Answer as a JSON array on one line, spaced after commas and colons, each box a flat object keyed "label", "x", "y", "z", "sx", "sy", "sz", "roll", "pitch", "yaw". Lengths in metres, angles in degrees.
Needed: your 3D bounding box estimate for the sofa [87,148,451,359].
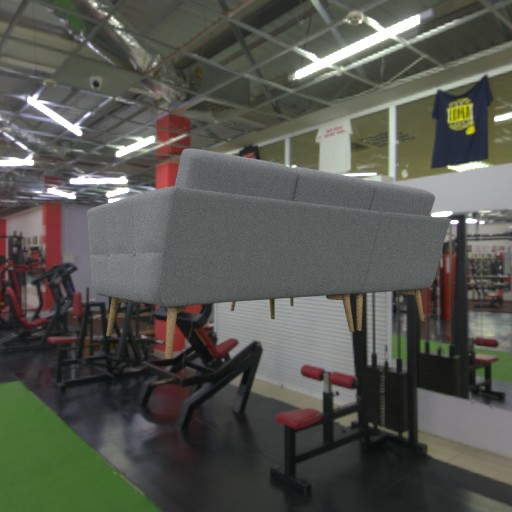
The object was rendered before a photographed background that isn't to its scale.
[{"label": "sofa", "x": 0.000, "y": 0.000, "z": 2.824, "sx": 2.040, "sy": 0.860, "sz": 1.530, "roll": 1, "pitch": -1, "yaw": -38}]
